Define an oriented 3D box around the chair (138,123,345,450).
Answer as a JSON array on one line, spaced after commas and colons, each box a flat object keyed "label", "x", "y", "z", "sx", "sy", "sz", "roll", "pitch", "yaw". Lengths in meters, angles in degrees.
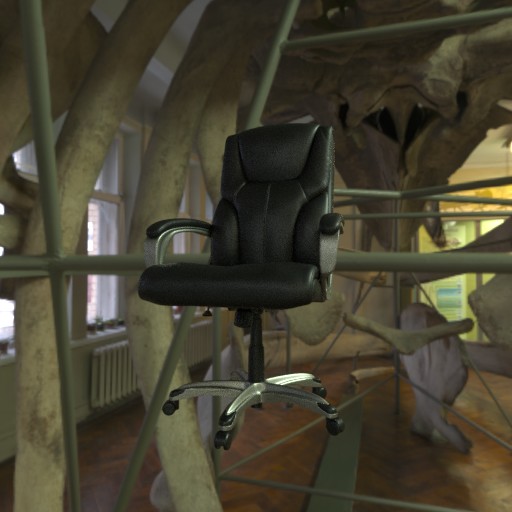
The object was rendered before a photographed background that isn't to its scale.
[{"label": "chair", "x": 0.000, "y": 0.000, "z": 1.621, "sx": 0.663, "sy": 1.155, "sz": 0.739, "roll": 0, "pitch": -1, "yaw": 18}]
